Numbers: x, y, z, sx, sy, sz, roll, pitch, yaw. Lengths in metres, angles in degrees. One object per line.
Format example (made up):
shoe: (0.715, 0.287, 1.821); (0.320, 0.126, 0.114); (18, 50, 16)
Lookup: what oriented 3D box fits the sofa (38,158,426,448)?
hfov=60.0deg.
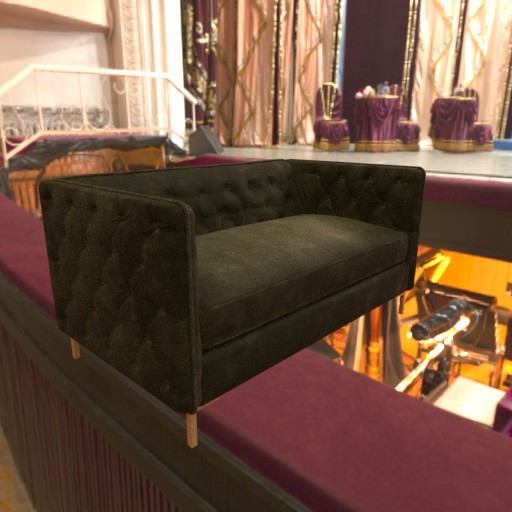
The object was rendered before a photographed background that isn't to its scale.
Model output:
sofa: (0.000, 0.000, 2.020); (0.895, 0.768, 1.537); (15, 22, 42)
